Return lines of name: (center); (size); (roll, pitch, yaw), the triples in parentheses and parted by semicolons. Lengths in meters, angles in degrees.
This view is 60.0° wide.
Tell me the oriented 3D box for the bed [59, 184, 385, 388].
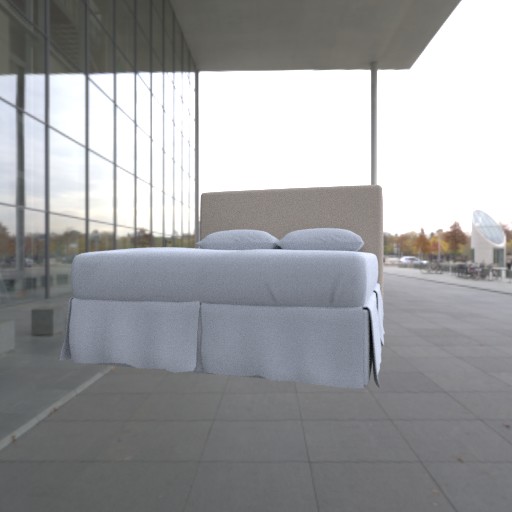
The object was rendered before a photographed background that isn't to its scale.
bed: (0.000, 0.000, 3.394); (1.884, 1.330, 2.142); (0, 0, 17)
